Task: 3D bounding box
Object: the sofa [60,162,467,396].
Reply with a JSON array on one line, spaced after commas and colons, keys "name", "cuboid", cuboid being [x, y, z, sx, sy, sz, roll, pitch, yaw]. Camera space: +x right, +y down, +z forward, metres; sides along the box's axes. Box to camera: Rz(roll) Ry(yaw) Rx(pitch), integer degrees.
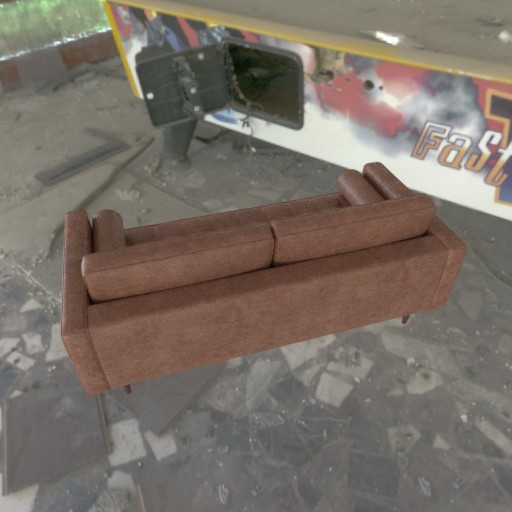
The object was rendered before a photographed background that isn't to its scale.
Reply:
[{"name": "sofa", "cuboid": [0.000, 0.000, 2.350, 1.870, 0.760, 0.910, -11, 43, -12]}]
